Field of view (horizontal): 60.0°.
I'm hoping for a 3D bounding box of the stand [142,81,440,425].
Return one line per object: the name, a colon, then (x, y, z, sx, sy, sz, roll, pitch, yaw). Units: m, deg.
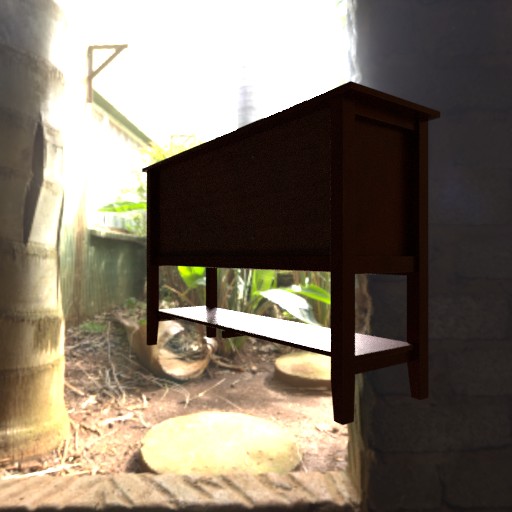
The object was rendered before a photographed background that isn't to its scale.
stand: (0.000, 0.000, 1.774, 0.410, 0.872, 1.362, 0, 0, -36)
